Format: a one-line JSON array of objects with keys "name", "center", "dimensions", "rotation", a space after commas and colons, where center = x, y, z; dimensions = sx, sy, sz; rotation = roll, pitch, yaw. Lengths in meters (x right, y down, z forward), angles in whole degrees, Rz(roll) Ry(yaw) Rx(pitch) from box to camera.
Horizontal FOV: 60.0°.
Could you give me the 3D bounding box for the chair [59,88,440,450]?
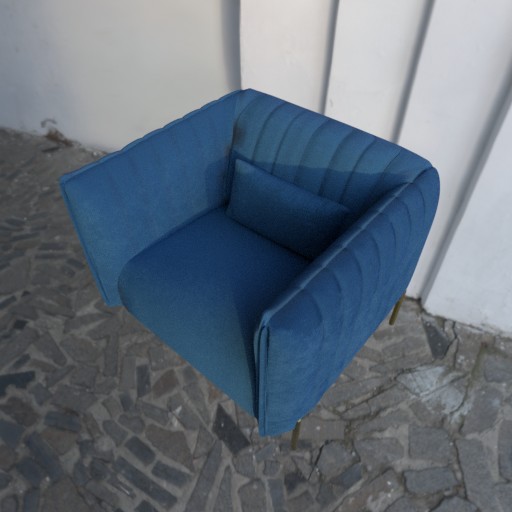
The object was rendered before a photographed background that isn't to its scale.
[{"name": "chair", "center": [0.000, 0.000, 1.625], "dimensions": [0.947, 0.793, 0.877], "rotation": [32, 54, 27]}]
